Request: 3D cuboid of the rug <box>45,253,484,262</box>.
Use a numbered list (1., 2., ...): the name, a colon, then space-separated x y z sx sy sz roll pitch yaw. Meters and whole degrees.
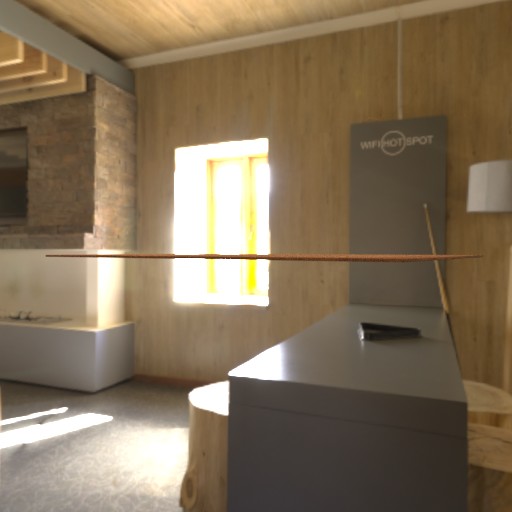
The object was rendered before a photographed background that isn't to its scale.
1. rug: 0.000 0.000 2.902 2.438 0.014 1.524 1 1 36
